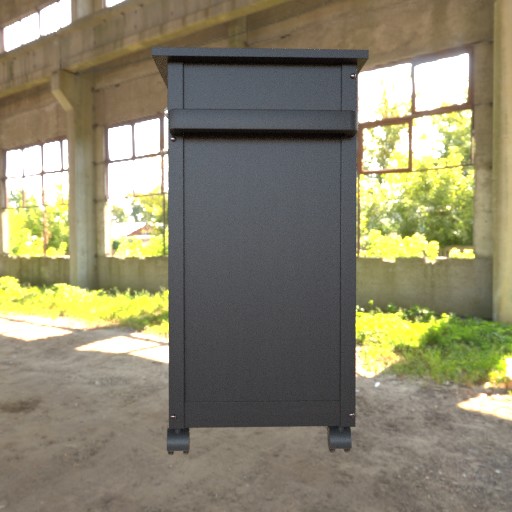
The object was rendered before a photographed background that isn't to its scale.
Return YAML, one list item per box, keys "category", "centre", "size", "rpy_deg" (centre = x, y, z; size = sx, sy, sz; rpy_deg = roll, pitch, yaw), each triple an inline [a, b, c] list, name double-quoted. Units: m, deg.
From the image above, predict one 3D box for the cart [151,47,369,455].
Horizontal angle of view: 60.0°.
- category: "cart"
  centre: [0.000, 0.000, 1.239]
  size: [0.456, 0.879, 0.660]
  rpy_deg: [0, 1, -2]
